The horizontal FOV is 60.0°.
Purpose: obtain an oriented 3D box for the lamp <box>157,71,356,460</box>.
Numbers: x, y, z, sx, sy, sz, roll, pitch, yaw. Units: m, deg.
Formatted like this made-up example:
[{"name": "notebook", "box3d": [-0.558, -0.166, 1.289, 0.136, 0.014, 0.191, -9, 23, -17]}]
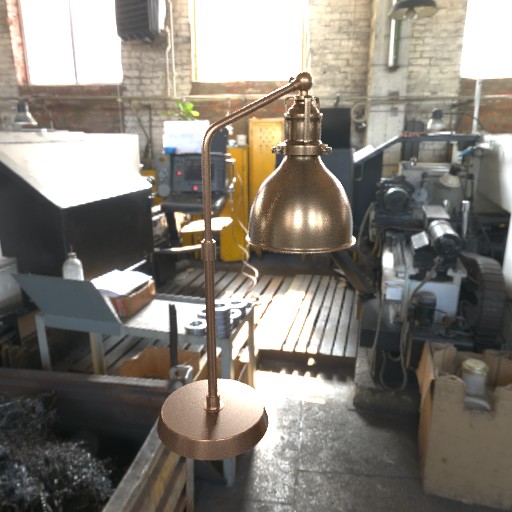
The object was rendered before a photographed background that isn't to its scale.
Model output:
[{"name": "lamp", "box3d": [0.000, 0.000, 0.580, 0.286, 0.456, 0.153, -8, 18, -27]}]
